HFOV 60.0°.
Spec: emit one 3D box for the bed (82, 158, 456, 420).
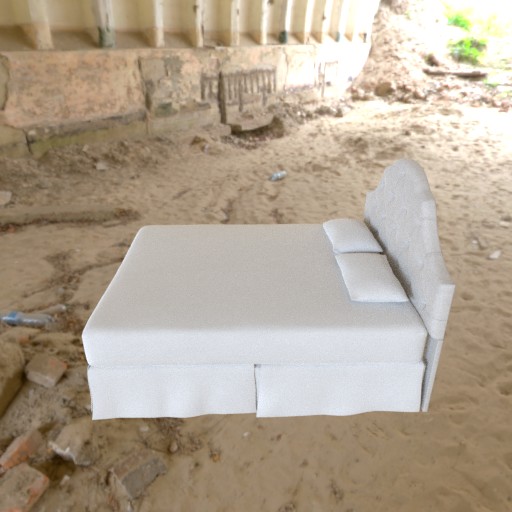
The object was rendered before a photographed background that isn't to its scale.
[{"bbox_3d":[0.000,0.000,3.750,2.477,1.617,2.039,0,26,-1],"label":"bed"}]
